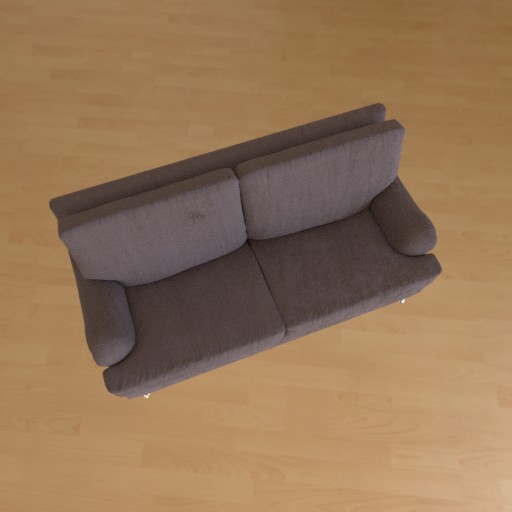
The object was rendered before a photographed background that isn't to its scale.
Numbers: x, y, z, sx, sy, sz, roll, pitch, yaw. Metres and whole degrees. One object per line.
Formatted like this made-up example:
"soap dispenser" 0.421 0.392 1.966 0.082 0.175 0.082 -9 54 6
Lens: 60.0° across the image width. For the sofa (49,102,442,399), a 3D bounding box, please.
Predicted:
"sofa" 0.000 0.000 2.816 2.165 1.087 1.086 -19 66 -9
